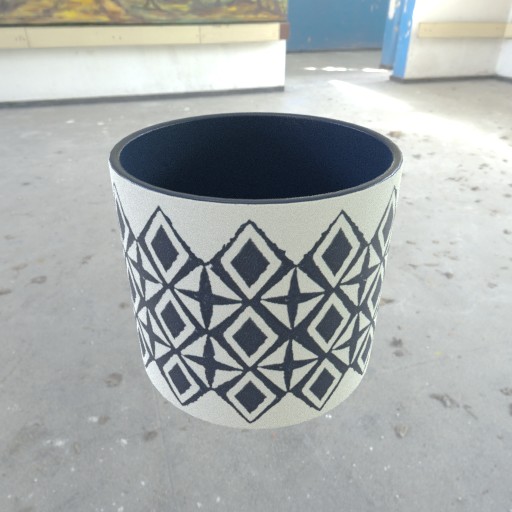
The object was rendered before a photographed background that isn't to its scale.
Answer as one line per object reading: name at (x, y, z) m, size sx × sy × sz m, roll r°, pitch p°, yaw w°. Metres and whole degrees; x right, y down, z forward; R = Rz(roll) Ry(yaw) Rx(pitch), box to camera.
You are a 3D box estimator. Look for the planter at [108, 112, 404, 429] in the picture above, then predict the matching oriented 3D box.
planter at (0.000, 0.000, 0.398) m, size 0.224 × 0.203 × 0.224 m, roll 0°, pitch 31°, yaw 0°
